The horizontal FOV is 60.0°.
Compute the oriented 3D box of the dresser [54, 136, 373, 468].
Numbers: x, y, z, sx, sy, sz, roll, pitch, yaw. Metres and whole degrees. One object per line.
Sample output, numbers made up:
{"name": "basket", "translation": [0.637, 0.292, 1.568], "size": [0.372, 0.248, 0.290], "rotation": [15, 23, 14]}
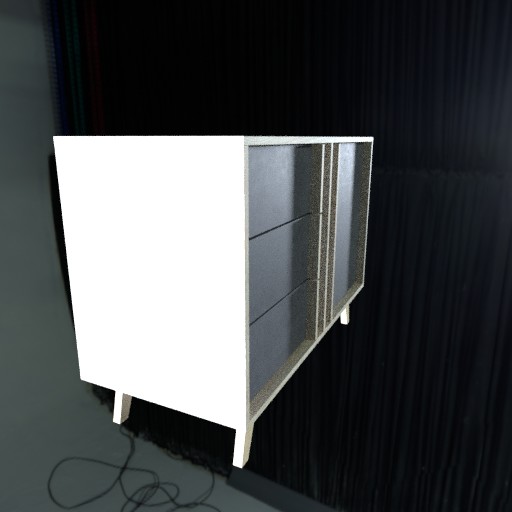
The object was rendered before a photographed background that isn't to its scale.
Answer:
{"name": "dresser", "translation": [0.000, 0.000, 1.502], "size": [0.500, 0.780, 1.110], "rotation": [7, 17, 25]}
